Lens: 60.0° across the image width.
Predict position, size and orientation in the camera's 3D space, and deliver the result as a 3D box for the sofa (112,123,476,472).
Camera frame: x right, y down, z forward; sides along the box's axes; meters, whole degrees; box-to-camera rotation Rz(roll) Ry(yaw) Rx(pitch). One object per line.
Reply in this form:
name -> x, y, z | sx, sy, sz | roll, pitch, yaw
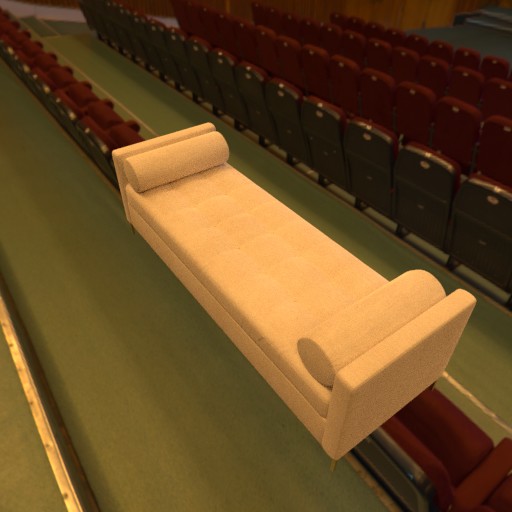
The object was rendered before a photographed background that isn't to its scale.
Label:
sofa -> 0.000, 0.000, 2.351 | 0.686, 0.635, 1.981 | -25, 47, -26
